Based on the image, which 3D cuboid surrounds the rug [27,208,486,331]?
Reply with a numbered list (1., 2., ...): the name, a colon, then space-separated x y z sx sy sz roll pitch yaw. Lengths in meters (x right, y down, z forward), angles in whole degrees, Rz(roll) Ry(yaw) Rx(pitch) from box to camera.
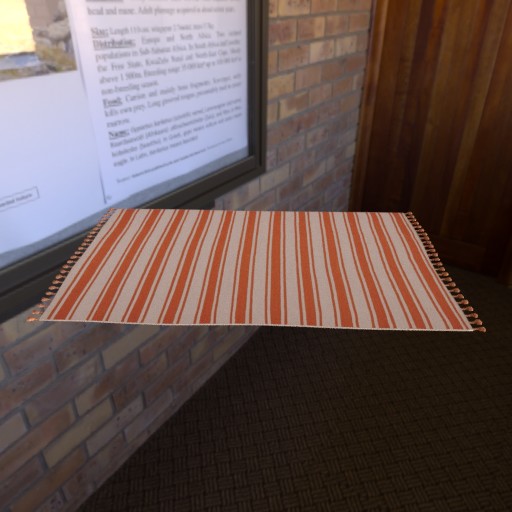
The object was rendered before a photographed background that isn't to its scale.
1. rug: 0.000 0.000 2.514 2.092 0.017 1.232 1 31 2
